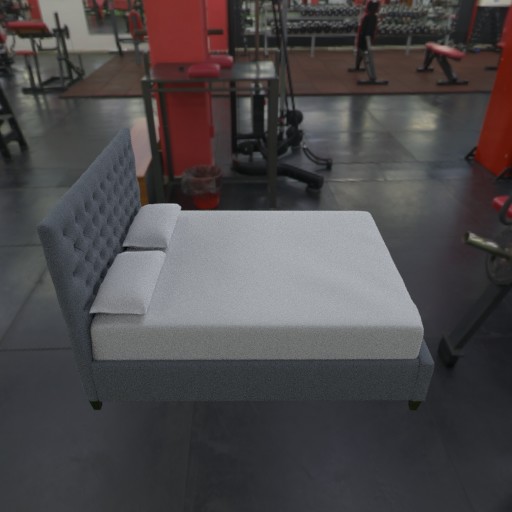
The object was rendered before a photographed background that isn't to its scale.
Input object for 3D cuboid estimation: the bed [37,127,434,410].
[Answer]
[{"bbox_3d":[0.000,0.000,3.286,2.231,1.427,1.698,0,33,0],"label":"bed"}]
